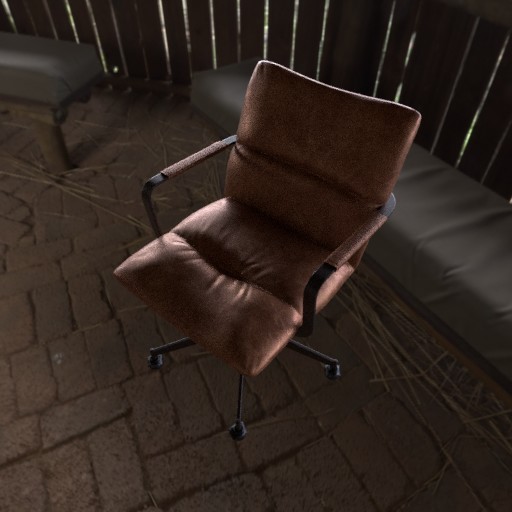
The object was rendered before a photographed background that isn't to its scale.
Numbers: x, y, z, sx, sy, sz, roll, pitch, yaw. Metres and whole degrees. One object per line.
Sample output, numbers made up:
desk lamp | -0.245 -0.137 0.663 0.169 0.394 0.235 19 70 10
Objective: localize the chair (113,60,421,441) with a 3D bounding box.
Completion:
chair | 0.000 0.000 1.449 0.727 0.922 0.754 30 53 26
